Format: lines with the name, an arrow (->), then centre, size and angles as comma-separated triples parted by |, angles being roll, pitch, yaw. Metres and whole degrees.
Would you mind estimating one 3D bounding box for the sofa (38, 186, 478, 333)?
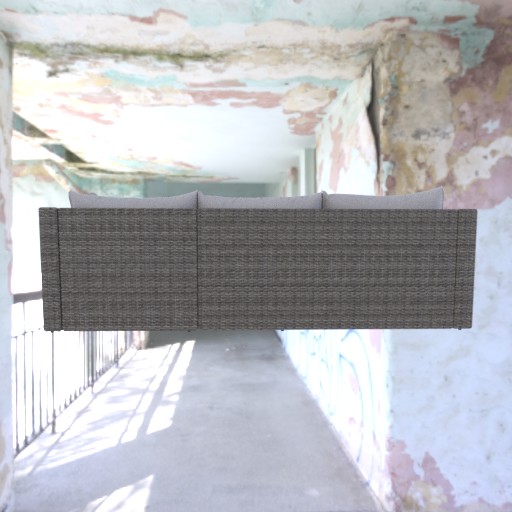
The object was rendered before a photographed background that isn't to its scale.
sofa -> 0.000, 0.000, 3.031 | 2.192, 0.766, 1.662 | 0, 0, -2
